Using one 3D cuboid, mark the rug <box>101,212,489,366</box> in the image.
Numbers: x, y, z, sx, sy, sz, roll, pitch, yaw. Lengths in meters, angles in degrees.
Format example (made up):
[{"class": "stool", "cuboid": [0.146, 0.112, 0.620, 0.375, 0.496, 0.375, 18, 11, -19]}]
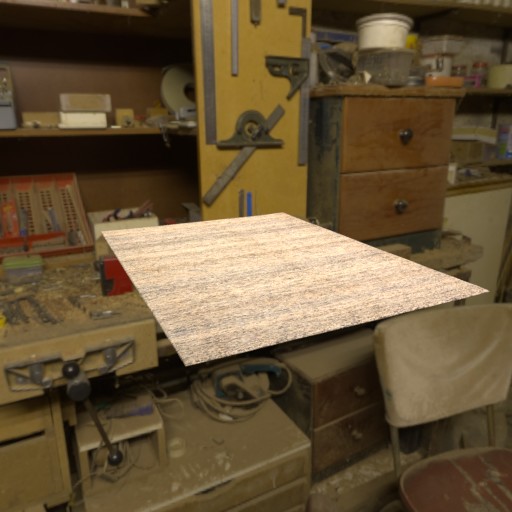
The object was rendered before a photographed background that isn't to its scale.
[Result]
[{"class": "rug", "cuboid": [0.000, 0.000, 4.256, 2.414, 0.036, 3.199, -8, 19, -25]}]
